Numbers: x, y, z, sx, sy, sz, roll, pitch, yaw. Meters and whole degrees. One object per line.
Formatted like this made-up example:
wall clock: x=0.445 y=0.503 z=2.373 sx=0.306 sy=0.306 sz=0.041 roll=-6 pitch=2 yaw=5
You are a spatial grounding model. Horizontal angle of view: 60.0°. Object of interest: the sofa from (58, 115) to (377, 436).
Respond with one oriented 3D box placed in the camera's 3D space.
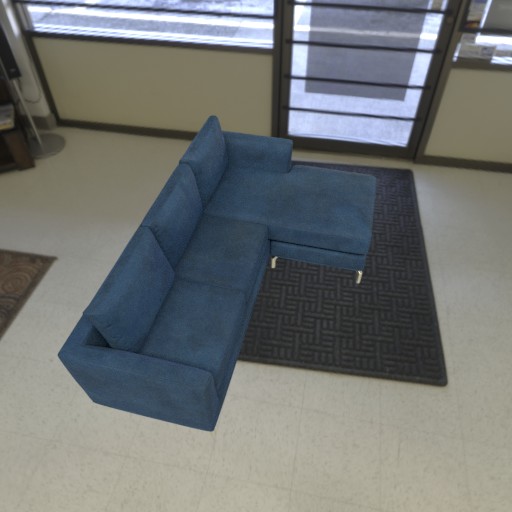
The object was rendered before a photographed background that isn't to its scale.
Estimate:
sofa: x=0.000 y=0.000 z=3.246 sx=1.622 sy=0.987 sz=2.438 roll=10 pitch=47 yaw=10
